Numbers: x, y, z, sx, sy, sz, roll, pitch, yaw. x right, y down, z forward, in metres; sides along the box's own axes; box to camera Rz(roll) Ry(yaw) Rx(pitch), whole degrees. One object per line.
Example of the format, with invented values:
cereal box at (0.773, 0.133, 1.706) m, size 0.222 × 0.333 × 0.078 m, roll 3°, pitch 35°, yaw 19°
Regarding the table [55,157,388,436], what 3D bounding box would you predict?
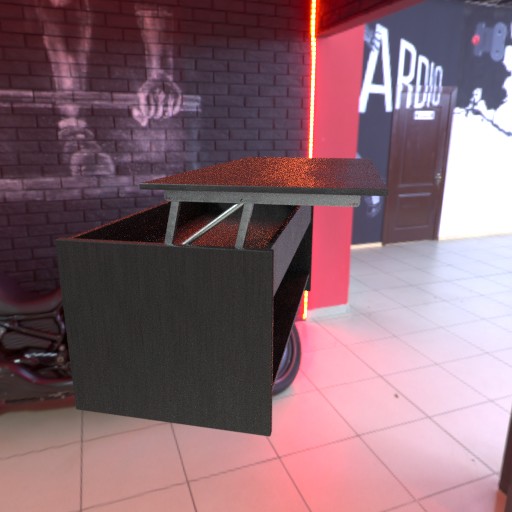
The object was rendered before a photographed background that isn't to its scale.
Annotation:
table at (0.000, 0.000, 1.435) m, size 0.712 × 0.570 × 1.000 m, roll 3°, pitch 16°, yaw 12°
